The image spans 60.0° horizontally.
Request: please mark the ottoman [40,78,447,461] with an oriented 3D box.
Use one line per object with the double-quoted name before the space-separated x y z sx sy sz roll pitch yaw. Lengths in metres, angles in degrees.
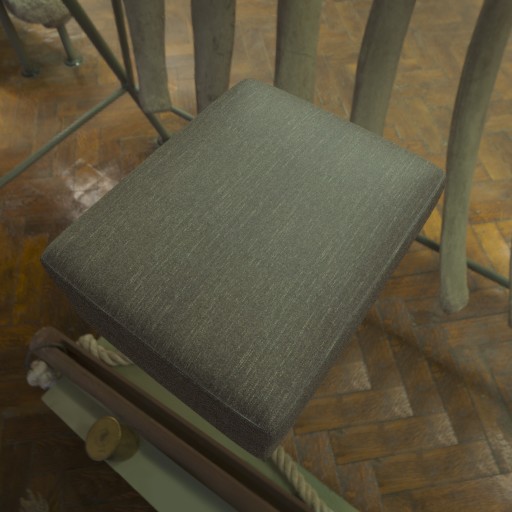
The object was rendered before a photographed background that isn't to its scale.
"ottoman" 0.000 0.000 1.220 0.671 0.490 0.820 32 64 18
